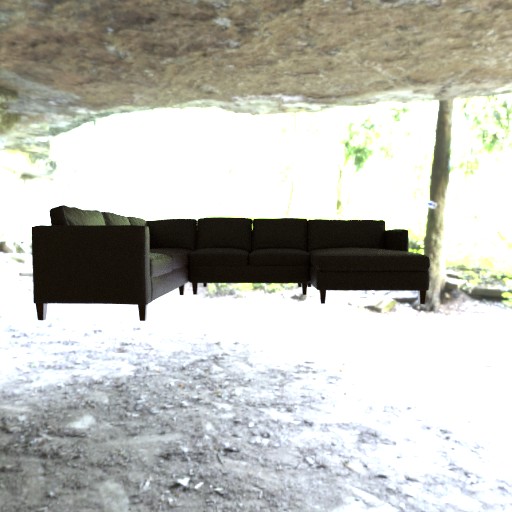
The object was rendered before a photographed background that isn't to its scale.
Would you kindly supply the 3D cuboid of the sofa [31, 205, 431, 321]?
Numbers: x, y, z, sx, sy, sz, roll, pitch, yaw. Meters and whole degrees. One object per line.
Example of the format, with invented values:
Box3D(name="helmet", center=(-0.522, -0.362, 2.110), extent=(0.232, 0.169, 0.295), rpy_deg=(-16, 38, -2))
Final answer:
Box3D(name="sofa", center=(0.000, 0.000, 4.652), extent=(3.460, 0.923, 2.593), rpy_deg=(0, 2, 2))
